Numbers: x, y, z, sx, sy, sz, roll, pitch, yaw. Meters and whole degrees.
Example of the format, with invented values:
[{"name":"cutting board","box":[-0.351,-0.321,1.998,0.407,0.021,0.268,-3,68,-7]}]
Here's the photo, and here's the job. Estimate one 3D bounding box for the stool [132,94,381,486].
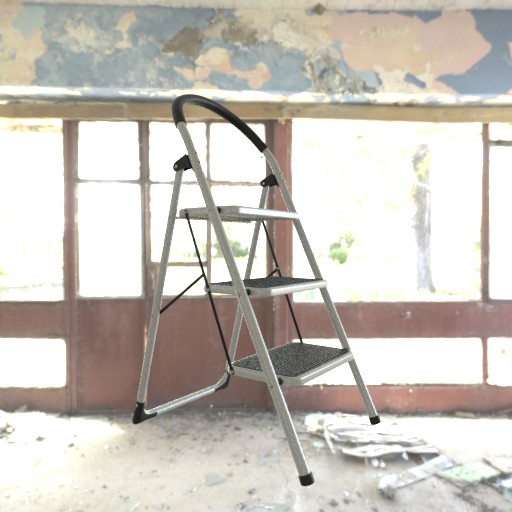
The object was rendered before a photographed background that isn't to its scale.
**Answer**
[{"name":"stool","box":[0.000,0.000,1.444,0.676,1.109,0.485,1,2,36]}]
